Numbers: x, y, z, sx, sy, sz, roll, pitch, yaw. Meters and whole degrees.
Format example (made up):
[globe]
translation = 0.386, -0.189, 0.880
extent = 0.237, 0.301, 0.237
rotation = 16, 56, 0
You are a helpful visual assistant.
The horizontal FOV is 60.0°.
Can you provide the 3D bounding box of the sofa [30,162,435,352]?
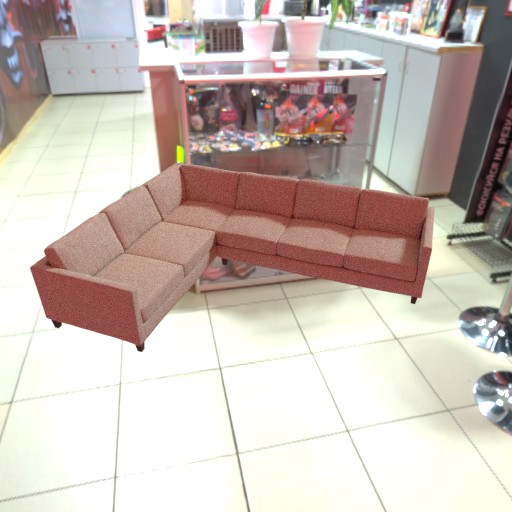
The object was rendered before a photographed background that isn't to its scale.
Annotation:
[sofa]
translation = 0.000, 0.000, 4.342
extent = 3.182, 0.863, 2.432
rotation = 11, 34, 17
